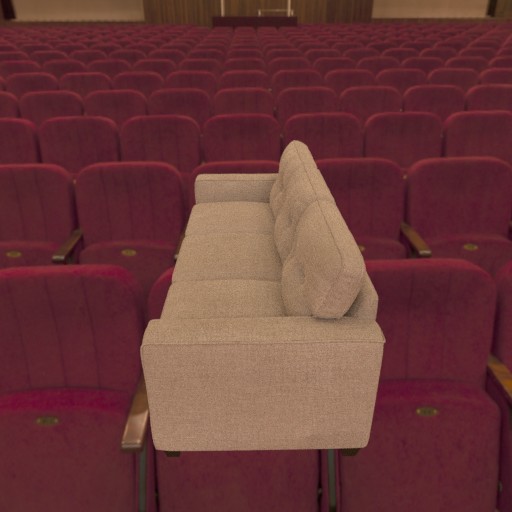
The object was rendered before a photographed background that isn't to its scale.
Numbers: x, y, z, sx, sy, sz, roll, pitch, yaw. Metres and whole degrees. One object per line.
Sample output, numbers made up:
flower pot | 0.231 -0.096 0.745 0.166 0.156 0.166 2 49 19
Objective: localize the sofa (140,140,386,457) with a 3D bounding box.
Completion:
sofa | 0.000 0.000 2.642 0.939 0.965 2.133 0 27 -1
